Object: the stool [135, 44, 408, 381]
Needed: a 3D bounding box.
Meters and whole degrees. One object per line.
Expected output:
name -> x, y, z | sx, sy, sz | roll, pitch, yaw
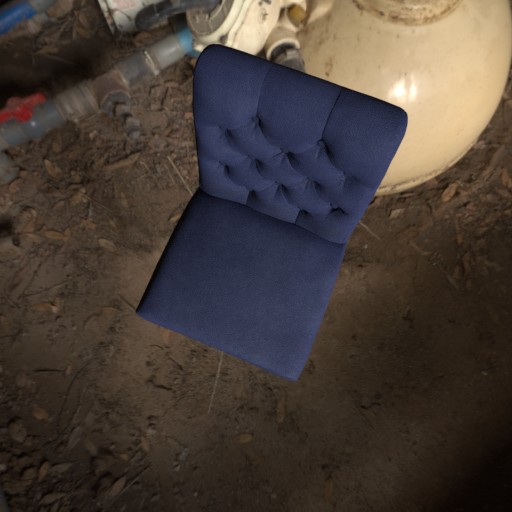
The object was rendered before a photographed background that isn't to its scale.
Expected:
stool -> 0.000, 0.000, 1.335 | 0.493, 1.010, 0.601 | 22, 76, 6
